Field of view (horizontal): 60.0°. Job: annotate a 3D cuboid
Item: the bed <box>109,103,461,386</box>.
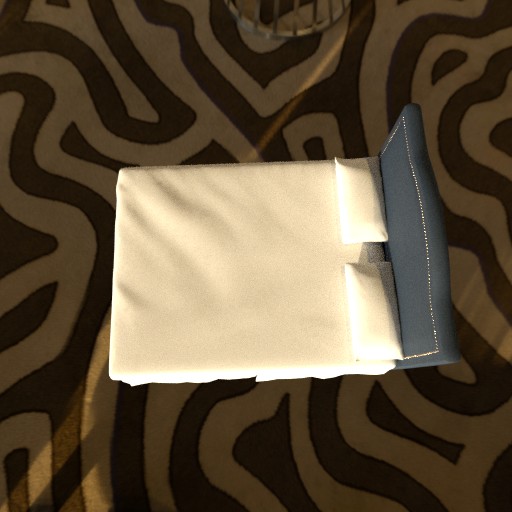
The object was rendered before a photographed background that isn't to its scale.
[{"bbox_3d":[0.000,0.000,3.346,2.282,1.436,1.821,-2,74,-1],"label":"bed"}]
